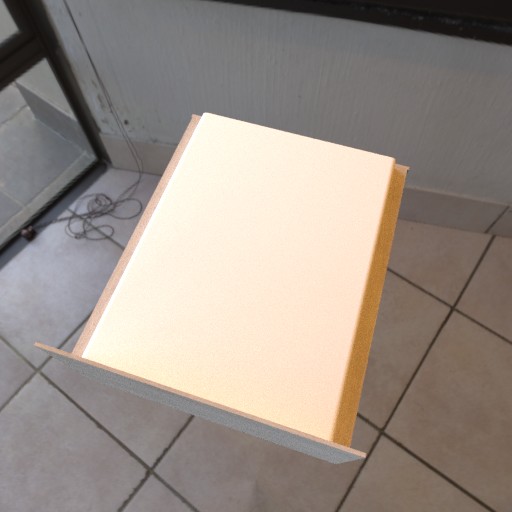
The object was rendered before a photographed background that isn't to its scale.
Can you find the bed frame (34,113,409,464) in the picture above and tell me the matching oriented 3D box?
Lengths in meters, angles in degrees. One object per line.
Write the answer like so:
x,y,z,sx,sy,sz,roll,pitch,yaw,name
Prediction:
0.000,0.000,2.805,1.622,0.800,1.960,16,64,8,bed frame
